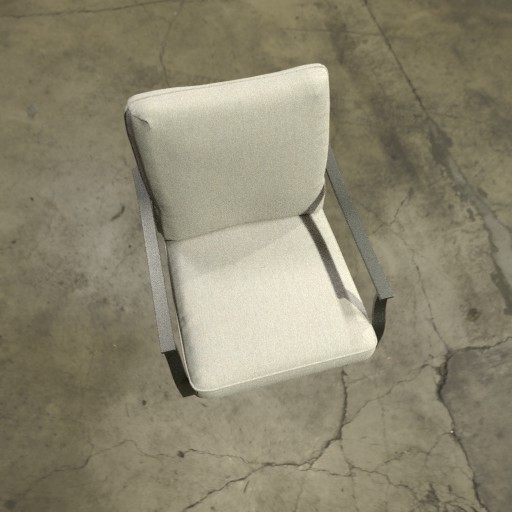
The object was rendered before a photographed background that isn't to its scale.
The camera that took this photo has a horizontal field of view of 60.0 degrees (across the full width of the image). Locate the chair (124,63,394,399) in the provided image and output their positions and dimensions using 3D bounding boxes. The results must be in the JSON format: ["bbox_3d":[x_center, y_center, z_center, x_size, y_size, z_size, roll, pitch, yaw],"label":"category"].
[{"bbox_3d":[0.000,0.000,1.428,0.650,0.860,0.787,-13,65,-6],"label":"chair"}]
